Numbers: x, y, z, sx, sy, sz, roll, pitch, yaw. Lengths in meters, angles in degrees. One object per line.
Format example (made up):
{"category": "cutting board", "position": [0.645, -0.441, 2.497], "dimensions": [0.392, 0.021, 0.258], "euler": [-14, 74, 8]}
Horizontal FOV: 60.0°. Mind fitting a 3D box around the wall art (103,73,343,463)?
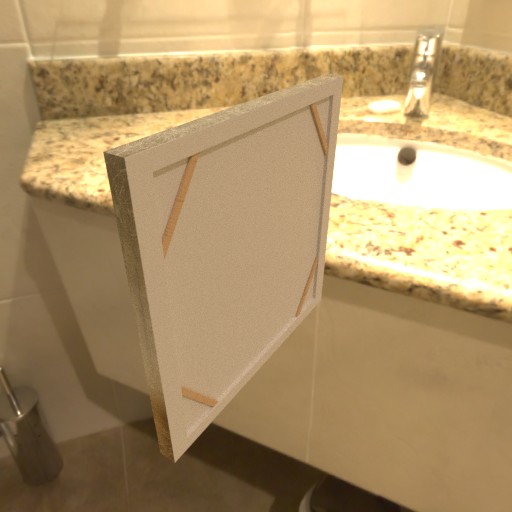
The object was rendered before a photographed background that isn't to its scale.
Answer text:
{"category": "wall art", "position": [0.000, 0.000, 0.910], "dimensions": [0.038, 0.610, 0.610], "euler": [20, 38, 28]}
